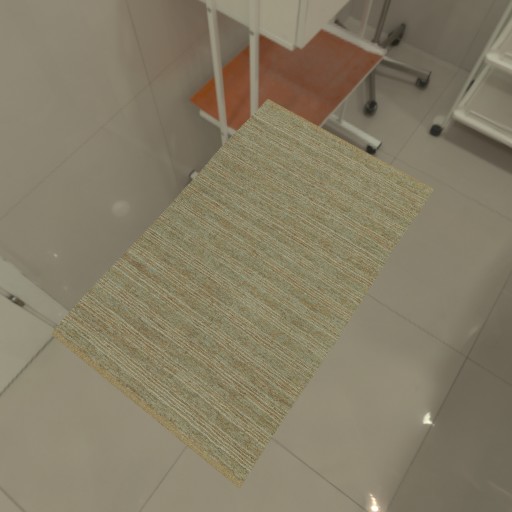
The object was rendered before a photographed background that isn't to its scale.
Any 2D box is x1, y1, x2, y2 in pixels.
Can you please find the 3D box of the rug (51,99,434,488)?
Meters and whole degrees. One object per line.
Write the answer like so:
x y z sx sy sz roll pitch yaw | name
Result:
0.000 0.000 3.094 1.540 0.012 2.448 33 70 14 | rug
